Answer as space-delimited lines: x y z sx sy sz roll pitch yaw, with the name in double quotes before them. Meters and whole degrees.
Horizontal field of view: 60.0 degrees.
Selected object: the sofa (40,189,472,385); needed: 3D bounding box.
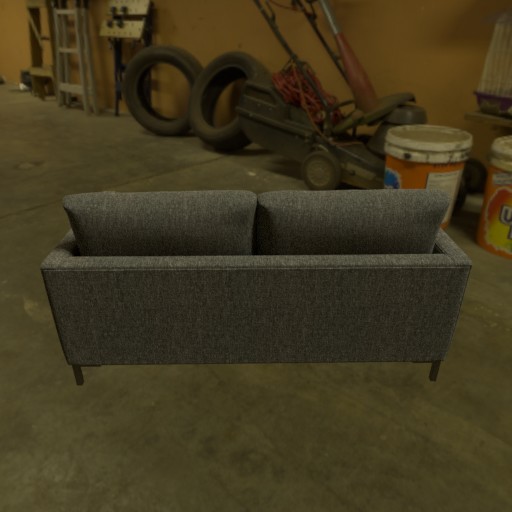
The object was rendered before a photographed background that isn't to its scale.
"sofa" 0.000 0.000 2.178 1.716 0.862 0.866 0 28 -1
